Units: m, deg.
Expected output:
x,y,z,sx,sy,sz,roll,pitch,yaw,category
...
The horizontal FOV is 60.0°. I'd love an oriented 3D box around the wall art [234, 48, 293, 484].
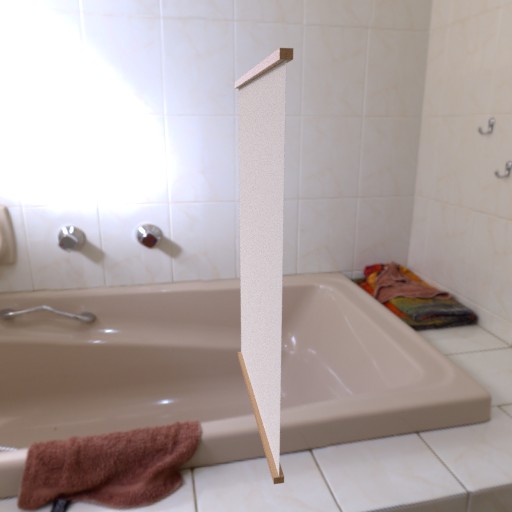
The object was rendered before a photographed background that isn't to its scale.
x,y,z,sx,sy,sz,roll,pitch,yaw,category
0.000,0.000,0.654,0.013,0.510,0.335,-3,16,-10,wall art
